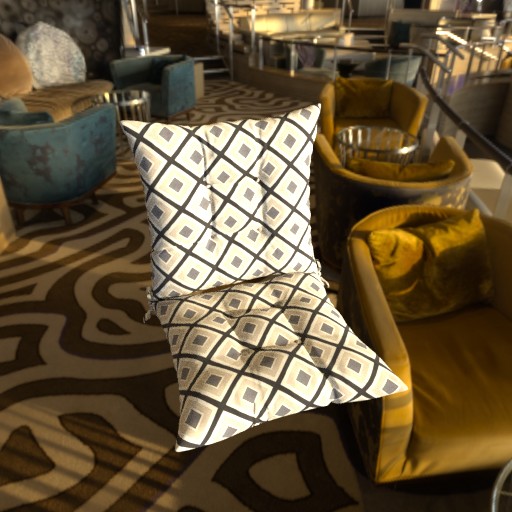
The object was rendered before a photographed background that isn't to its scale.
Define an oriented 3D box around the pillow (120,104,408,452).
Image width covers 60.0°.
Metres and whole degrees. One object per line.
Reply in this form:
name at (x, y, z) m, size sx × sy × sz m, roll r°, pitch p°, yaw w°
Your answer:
pillow at (0.000, 0.000, 1.015) m, size 0.541 × 0.536 × 0.585 m, roll -9°, pitch 33°, yaw -15°
